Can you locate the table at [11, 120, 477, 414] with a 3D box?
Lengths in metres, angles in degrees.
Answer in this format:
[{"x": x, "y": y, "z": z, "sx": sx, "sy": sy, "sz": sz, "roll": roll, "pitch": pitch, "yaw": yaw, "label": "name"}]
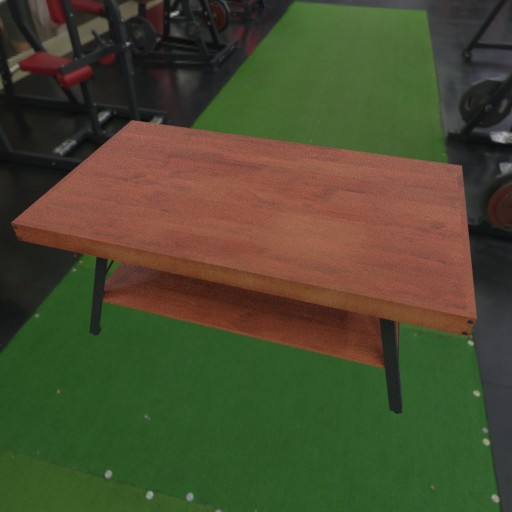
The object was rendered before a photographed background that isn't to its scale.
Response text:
[{"x": 0.000, "y": 0.000, "z": 1.335, "sx": 1.067, "sy": 0.457, "sz": 0.610, "roll": 11, "pitch": 43, "yaw": 12, "label": "table"}]
